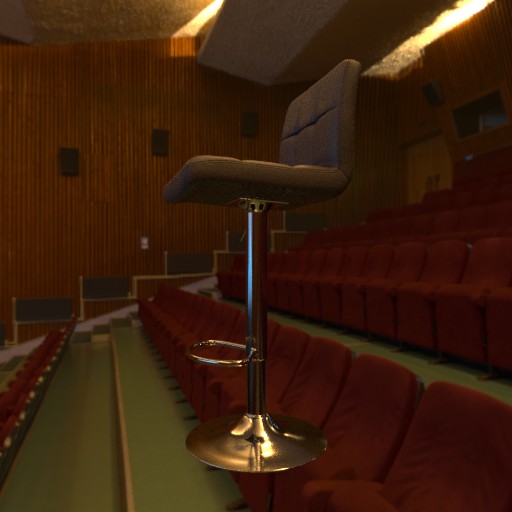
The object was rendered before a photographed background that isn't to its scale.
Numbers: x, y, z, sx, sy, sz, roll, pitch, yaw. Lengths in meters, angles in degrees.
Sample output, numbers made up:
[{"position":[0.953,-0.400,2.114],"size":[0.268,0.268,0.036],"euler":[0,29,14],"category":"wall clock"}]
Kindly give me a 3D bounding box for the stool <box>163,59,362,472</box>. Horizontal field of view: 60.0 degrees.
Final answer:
[{"position":[0.000,0.000,1.343],"size":[0.505,1.115,0.430],"euler":[0,0,-19],"category":"stool"}]
